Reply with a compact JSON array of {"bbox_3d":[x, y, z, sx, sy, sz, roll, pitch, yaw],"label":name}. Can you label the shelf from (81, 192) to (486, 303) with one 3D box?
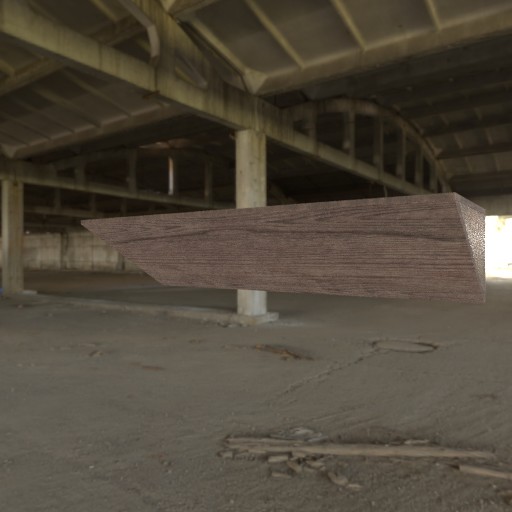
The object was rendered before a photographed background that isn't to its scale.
[{"bbox_3d":[0.000,0.000,0.685,0.610,0.125,0.200,0,0,35],"label":"shelf"}]
